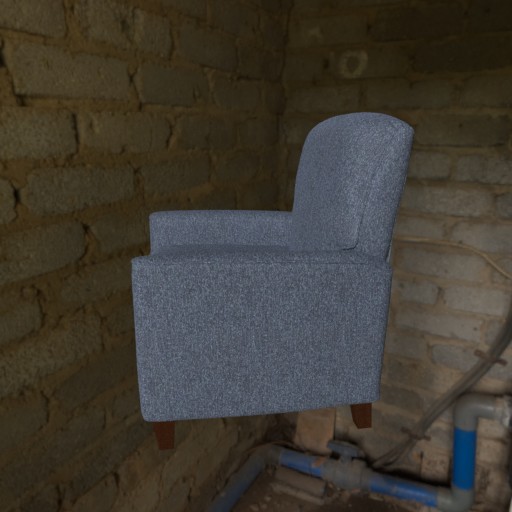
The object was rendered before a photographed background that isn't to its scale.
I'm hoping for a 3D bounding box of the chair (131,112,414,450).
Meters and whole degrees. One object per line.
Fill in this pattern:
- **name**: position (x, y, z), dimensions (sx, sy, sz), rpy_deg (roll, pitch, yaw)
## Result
- **chair**: position (0.000, 0.000, 1.646), dimensions (0.850, 1.016, 0.839), rpy_deg (-2, 15, -9)
